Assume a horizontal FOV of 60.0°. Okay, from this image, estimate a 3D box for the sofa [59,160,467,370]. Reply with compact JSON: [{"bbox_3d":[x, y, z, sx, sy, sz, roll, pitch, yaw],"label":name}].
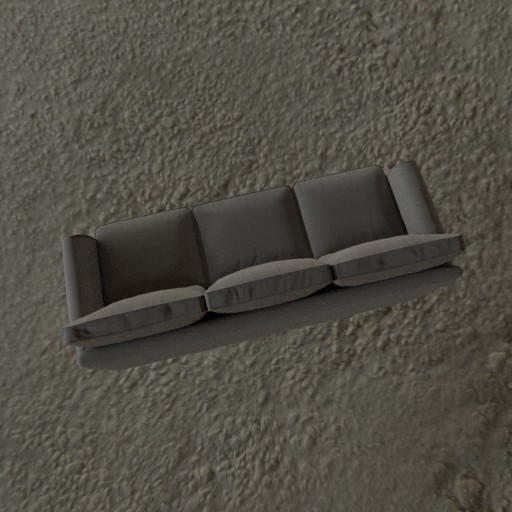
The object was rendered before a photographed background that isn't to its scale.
[{"bbox_3d":[0.000,0.000,2.851,2.353,0.948,0.966,-13,75,-4],"label":"sofa"}]
